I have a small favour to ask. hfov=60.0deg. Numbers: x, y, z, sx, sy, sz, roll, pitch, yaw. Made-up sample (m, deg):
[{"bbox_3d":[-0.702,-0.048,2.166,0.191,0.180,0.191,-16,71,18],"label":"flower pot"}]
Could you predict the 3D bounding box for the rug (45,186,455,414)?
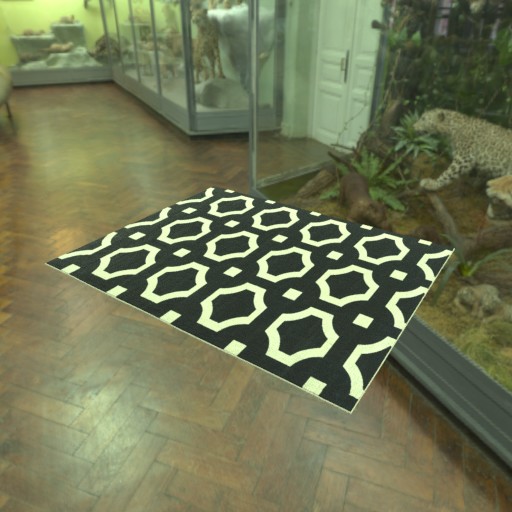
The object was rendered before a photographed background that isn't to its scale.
[{"bbox_3d":[0.000,0.000,4.227,3.049,0.021,2.466,19,34,30],"label":"rug"}]
